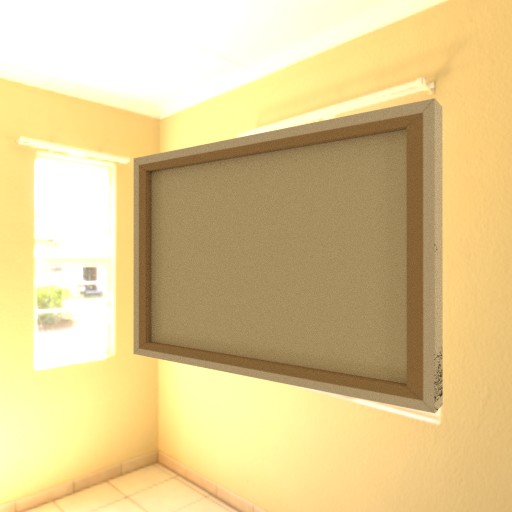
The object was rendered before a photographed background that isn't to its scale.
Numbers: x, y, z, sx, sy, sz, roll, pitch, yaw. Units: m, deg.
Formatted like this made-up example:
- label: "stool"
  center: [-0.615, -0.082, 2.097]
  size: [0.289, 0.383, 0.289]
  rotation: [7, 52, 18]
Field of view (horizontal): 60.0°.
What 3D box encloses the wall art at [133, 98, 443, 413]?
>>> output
- label: "wall art"
  center: [0.000, 0.000, 0.776]
  size: [0.608, 0.414, 0.042]
  rotation: [0, 0, 36]
